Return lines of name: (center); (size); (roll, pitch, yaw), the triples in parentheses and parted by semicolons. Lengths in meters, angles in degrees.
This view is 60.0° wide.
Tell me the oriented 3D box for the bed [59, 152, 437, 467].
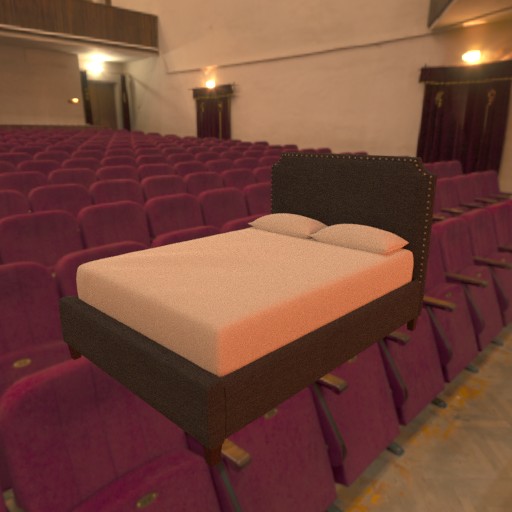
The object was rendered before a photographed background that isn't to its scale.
bed: (0.000, 0.000, 3.379); (1.713, 1.443, 2.372); (15, 21, 42)
